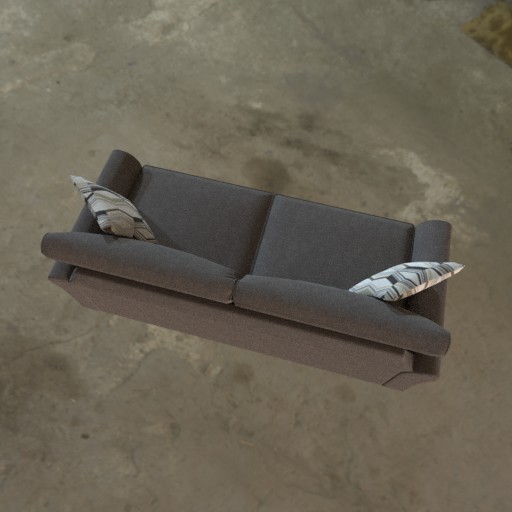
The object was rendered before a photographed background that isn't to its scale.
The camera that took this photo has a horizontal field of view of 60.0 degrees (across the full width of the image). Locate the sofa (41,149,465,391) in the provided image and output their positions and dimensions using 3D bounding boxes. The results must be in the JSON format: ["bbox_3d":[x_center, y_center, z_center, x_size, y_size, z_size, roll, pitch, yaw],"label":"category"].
[{"bbox_3d":[0.000,0.000,2.458,2.032,0.813,0.889,13,65,6],"label":"sofa"}]
